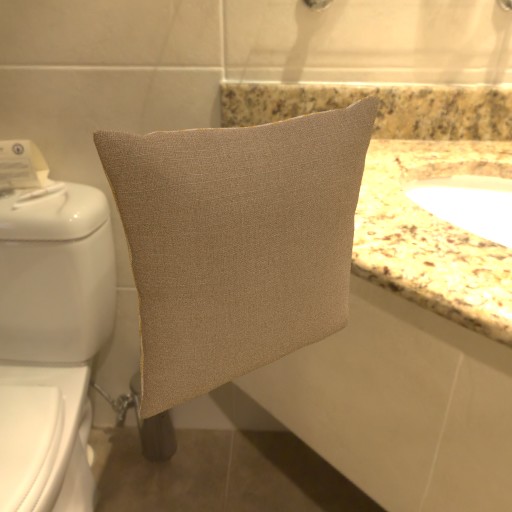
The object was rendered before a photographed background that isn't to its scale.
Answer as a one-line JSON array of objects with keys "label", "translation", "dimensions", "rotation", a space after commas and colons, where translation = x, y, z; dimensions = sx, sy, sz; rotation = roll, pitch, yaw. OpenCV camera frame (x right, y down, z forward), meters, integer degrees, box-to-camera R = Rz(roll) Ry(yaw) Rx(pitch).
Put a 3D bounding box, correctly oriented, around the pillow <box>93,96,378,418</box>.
[{"label": "pillow", "translation": [0.000, 0.000, 0.677], "dimensions": [0.429, 0.436, 0.159], "rotation": [-19, 34, -30]}]
